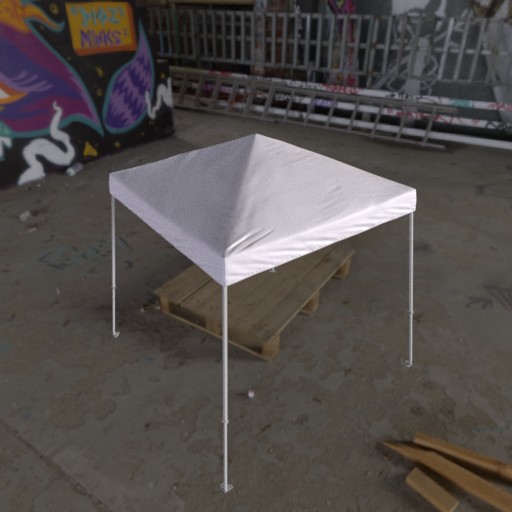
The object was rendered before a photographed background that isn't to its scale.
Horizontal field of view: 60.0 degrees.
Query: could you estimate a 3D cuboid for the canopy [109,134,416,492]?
[{"bbox_3d":[0.000,0.000,5.187,2.850,2.850,2.849,-20,36,-31],"label":"canopy"}]
